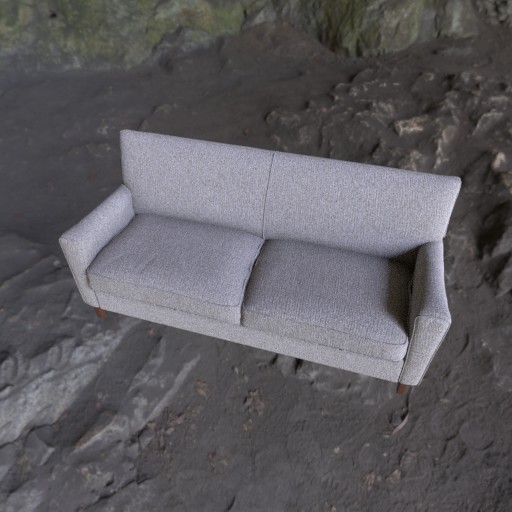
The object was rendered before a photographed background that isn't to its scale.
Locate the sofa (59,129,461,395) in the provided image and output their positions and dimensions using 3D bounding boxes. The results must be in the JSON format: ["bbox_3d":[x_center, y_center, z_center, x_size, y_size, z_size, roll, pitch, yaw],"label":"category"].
[{"bbox_3d":[0.000,0.000,2.537,2.026,0.942,0.854,11,42,13],"label":"sofa"}]
